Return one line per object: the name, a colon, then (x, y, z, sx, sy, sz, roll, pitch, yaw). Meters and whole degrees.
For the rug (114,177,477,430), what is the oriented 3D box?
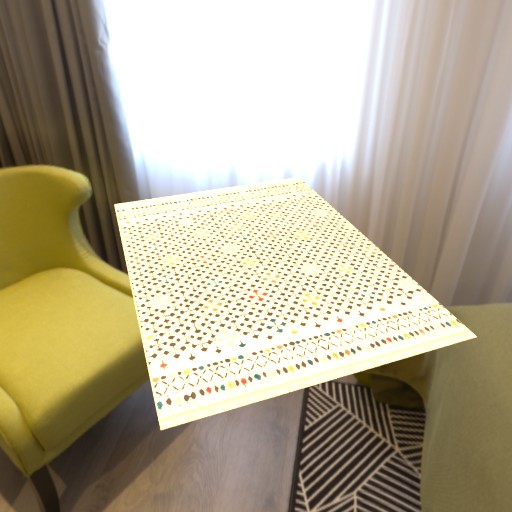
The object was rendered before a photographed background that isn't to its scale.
rug: (0.000, 0.000, 2.061, 1.146, 0.006, 1.556, -11, 35, -17)
